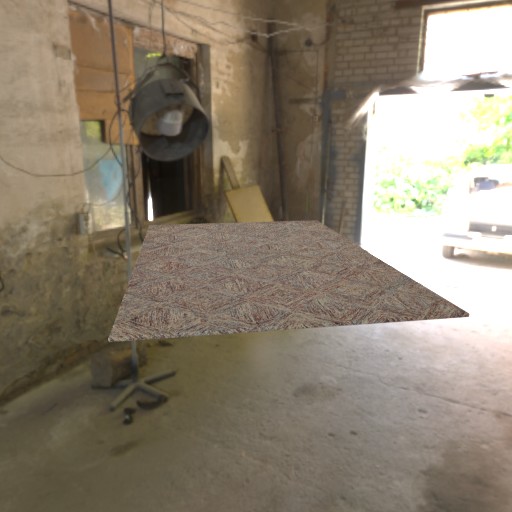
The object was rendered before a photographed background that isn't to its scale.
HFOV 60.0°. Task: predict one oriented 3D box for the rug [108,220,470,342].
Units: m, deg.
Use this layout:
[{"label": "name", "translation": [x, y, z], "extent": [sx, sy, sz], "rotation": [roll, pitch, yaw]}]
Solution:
[{"label": "rug", "translation": [0.000, 0.000, 2.906], "extent": [1.523, 0.019, 2.285], "rotation": [-2, 15, -9]}]
